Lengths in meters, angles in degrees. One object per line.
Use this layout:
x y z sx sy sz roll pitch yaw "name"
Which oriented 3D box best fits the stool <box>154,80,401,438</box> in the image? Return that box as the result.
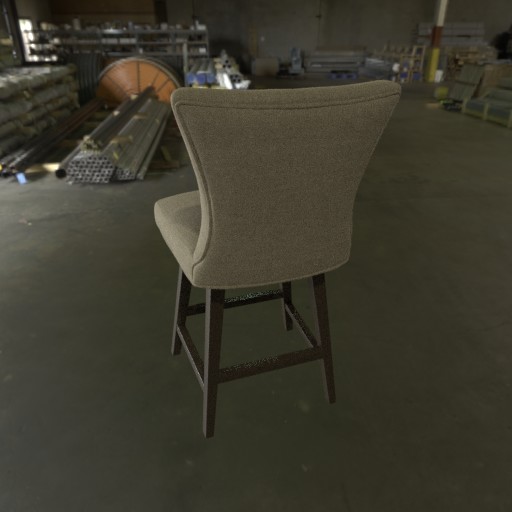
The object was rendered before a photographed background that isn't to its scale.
0.000 0.000 1.317 0.514 1.000 0.574 -9 28 -17 "stool"
